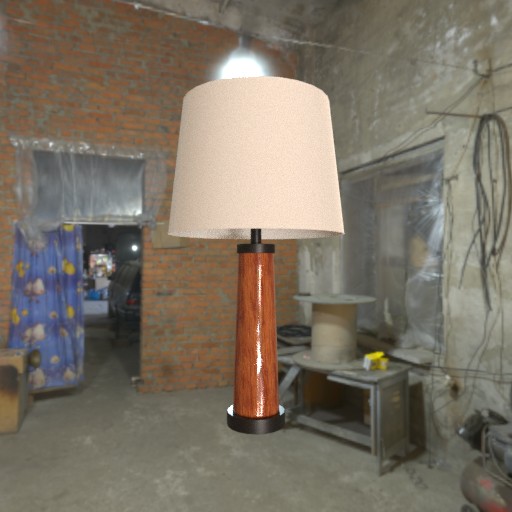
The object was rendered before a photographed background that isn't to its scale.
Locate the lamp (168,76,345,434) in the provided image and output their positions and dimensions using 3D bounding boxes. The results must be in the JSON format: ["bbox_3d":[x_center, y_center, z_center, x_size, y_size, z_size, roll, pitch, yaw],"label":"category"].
[{"bbox_3d":[0.000,0.000,0.888,0.349,0.667,0.349,0,-1,0],"label":"lamp"}]
